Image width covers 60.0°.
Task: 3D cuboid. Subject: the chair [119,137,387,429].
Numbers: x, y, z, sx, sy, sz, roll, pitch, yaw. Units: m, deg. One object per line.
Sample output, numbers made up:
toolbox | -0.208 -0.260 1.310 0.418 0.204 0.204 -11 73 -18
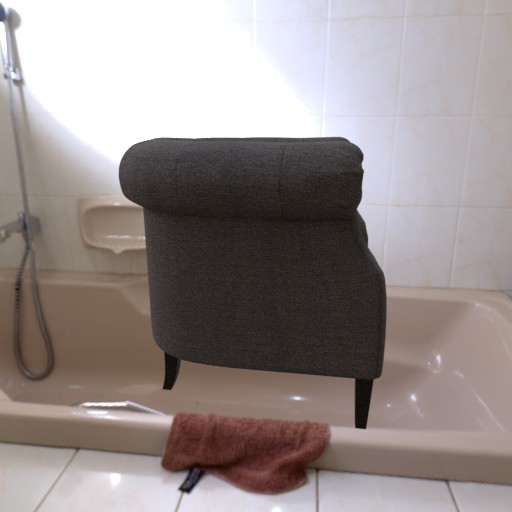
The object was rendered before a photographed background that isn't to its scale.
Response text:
chair | 0.000 0.000 1.598 0.852 0.827 0.905 3 16 9
